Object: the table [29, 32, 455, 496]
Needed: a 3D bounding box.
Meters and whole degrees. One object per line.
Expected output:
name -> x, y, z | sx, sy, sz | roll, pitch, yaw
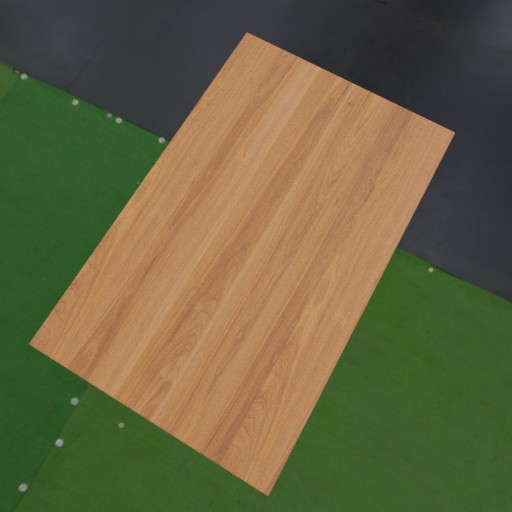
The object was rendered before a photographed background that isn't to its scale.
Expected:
table -> 0.000, 0.000, 1.451 | 0.700, 0.510, 1.100 | 29, 77, 8
